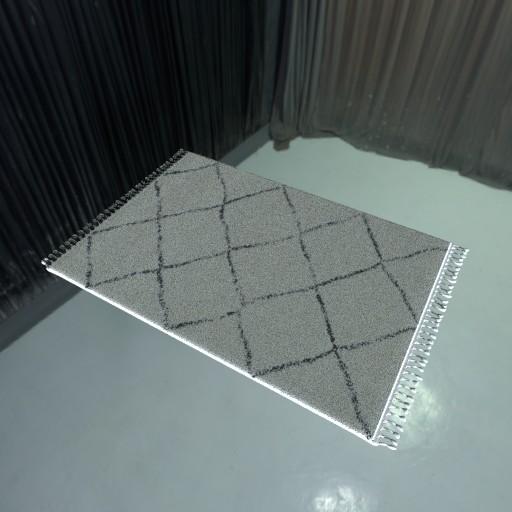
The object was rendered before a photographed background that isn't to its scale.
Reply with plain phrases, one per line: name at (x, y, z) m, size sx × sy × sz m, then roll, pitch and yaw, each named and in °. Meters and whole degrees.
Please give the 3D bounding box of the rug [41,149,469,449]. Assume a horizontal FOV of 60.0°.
rug at (0.000, 0.000, 2.807) m, size 2.307 × 0.031 × 1.494 m, roll 23°, pitch 50°, yaw 20°
